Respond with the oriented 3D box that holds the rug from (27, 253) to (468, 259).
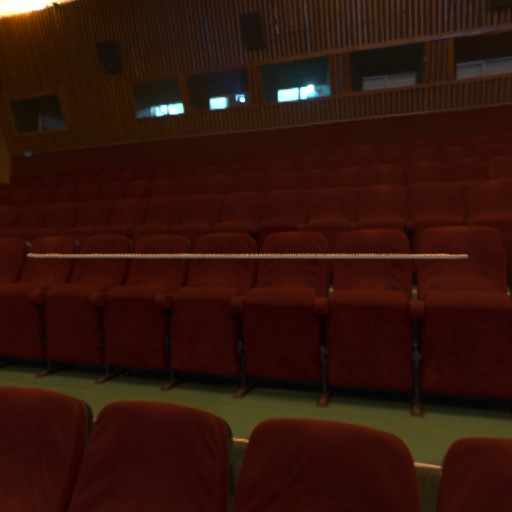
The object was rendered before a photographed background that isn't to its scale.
[{"bbox_3d":[0.000,0.000,3.034,2.438,0.034,1.521,0,0,18],"label":"rug"}]
